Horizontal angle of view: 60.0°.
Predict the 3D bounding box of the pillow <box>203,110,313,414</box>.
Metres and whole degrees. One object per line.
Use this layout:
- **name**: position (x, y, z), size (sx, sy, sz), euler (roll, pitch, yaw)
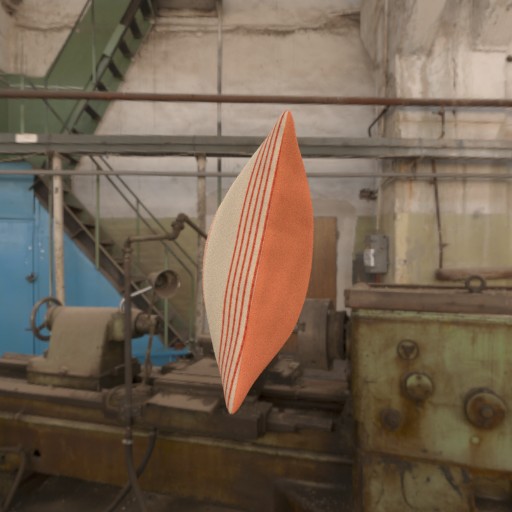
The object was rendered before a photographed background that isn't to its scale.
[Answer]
- **pillow**: position (0.000, 0.000, 0.718), size (0.156, 0.292, 0.608), euler (0, 1, 0)
